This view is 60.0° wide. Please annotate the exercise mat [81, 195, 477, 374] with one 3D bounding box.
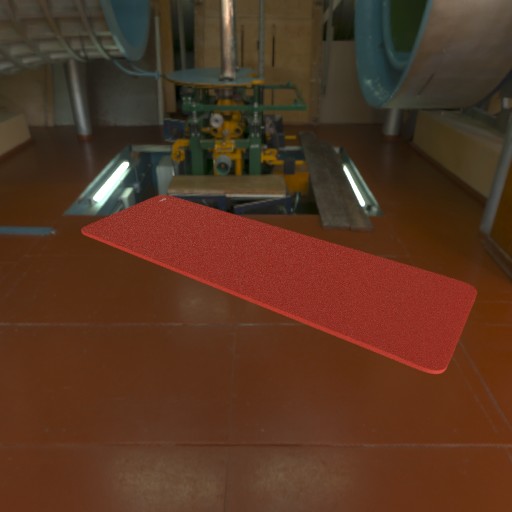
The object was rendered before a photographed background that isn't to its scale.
[{"bbox_3d":[0.000,0.000,2.098,1.869,0.021,0.616,19,35,29],"label":"exercise mat"}]
